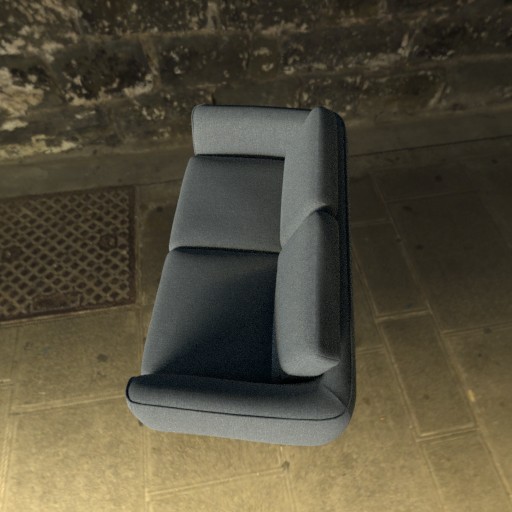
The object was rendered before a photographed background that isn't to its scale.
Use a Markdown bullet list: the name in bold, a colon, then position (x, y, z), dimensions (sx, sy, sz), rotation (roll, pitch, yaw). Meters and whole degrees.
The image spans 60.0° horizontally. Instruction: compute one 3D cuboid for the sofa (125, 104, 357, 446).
- **sofa**: position (0.000, 0.000, 2.211), dimensions (0.920, 0.870, 1.700), rotation (4, 58, 3)
